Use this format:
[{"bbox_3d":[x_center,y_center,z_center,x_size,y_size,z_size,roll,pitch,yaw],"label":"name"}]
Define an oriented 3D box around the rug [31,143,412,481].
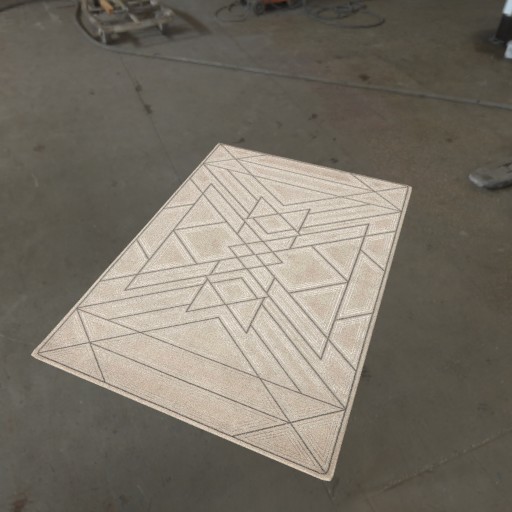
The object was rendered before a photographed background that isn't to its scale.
[{"bbox_3d":[0.000,0.000,4.239,2.436,0.026,3.381,16,48,16],"label":"rug"}]
